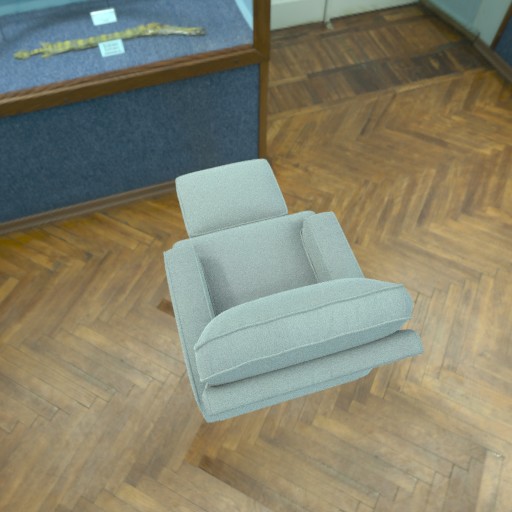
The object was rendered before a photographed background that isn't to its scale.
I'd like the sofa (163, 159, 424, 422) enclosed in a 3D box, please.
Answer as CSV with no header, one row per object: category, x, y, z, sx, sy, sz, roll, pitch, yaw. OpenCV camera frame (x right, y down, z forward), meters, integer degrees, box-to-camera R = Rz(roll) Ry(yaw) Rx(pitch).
sofa,0.000,0.000,2.102,0.861,0.959,1.472,-14,59,-9
